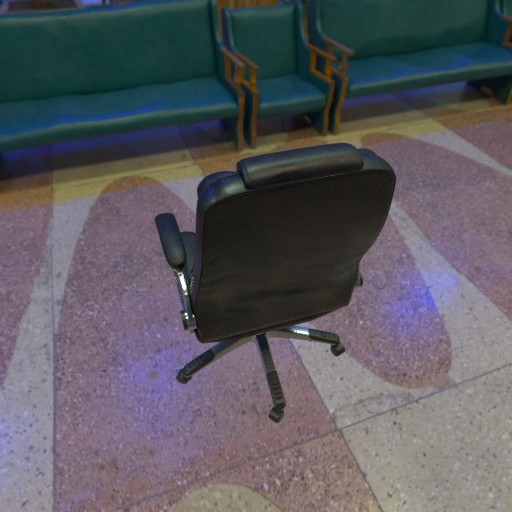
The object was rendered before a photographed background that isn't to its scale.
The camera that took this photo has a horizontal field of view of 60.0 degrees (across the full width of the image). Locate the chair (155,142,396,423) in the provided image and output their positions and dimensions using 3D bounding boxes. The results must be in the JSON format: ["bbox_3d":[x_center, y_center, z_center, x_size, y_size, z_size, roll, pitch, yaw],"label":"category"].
[{"bbox_3d":[0.000,0.000,1.527,0.697,1.075,0.689,-12,43,-13],"label":"chair"}]
